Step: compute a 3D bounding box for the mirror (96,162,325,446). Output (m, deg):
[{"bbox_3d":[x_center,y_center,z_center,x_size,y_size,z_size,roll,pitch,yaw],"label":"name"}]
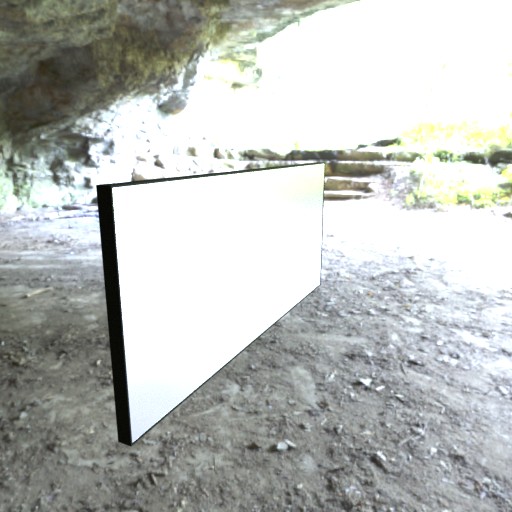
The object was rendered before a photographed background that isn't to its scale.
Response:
[{"bbox_3d":[0.000,0.000,1.795,0.047,0.692,1.584,7,16,26],"label":"mirror"}]
